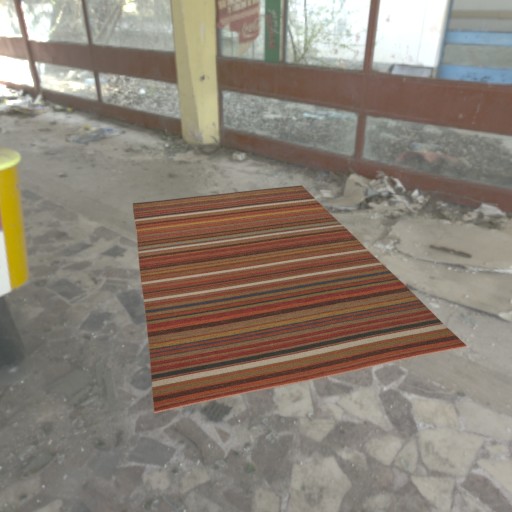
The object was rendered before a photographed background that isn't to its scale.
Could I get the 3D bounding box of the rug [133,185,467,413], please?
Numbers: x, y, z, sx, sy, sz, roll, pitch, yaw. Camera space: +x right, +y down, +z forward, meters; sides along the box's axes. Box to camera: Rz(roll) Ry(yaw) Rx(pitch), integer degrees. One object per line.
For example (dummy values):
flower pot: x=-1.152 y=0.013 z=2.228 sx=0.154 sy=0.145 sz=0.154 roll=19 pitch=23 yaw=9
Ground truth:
rug: x=0.000 y=0.000 z=2.366 sx=1.217 sy=0.007 sz=1.828 roll=-8 pitch=31 yaw=-14
